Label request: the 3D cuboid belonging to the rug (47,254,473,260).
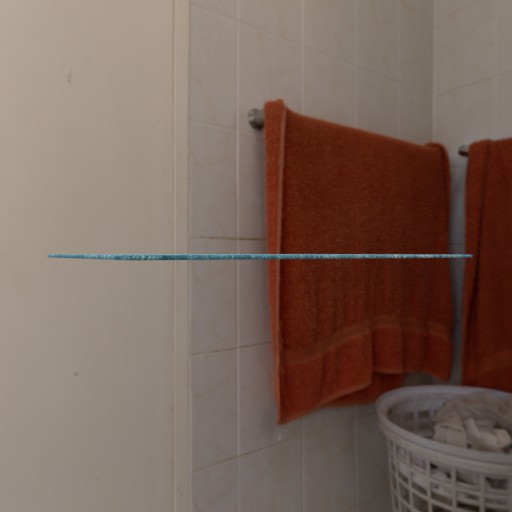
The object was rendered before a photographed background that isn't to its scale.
[{"bbox_3d":[0.000,0.000,4.178,3.217,0.027,2.405,0,0,-34],"label":"rug"}]
